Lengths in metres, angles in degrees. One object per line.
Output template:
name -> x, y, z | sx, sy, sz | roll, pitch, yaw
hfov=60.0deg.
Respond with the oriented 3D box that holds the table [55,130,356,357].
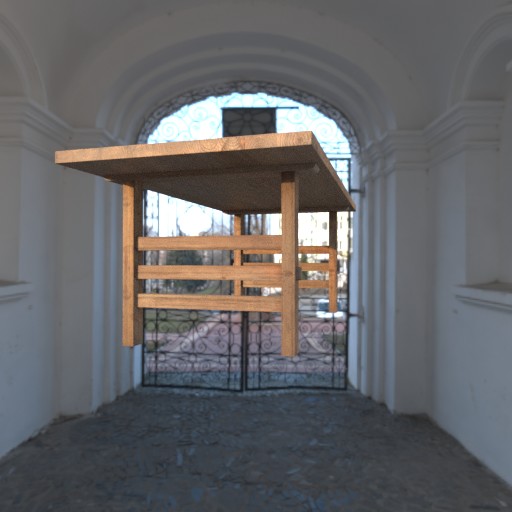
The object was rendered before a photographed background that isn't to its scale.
table -> 0.000, 0.000, 2.455 | 0.952, 0.760, 2.003 | 0, 0, 16
